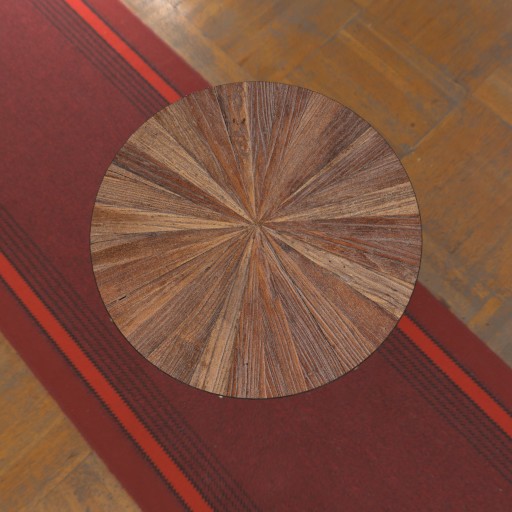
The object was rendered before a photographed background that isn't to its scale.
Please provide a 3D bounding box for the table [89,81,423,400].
[{"bbox_3d":[0.000,0.000,1.497,0.885,0.658,0.885,0,76,0],"label":"table"}]
